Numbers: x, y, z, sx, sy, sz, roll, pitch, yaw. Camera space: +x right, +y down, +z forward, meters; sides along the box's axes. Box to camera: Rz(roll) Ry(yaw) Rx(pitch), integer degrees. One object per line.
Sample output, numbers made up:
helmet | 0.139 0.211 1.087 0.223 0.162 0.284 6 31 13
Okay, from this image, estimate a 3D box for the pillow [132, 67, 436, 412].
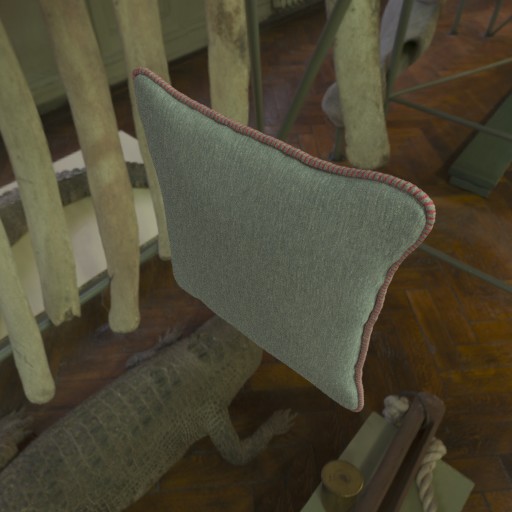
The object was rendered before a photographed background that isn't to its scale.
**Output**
pillow | 0.000 0.000 0.717 0.482 0.491 0.124 32 54 27
